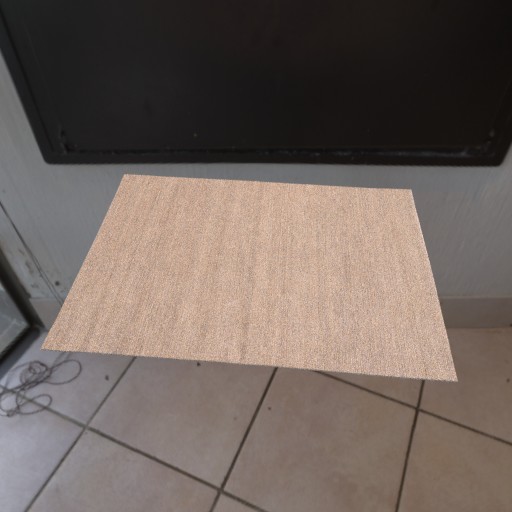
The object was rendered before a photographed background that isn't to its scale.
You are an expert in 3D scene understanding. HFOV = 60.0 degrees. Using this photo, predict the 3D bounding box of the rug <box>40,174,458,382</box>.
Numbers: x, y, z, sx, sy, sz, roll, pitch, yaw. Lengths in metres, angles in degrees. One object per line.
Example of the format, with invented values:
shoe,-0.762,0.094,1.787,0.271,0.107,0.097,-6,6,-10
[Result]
rug,0.000,0.000,2.923,2.264,0.030,1.624,4,46,4
